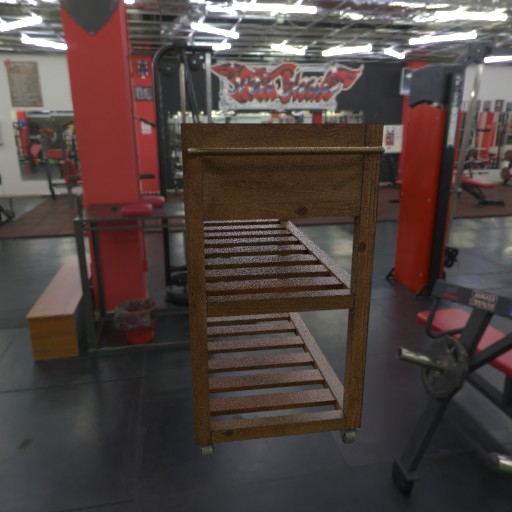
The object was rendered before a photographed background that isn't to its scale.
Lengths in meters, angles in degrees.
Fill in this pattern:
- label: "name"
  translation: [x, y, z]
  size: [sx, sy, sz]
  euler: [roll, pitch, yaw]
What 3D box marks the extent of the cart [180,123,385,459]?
- label: "cart"
  translation: [0.000, 0.000, 1.464]
  size: [0.445, 0.830, 1.065]
  euler: [-2, 16, -8]
